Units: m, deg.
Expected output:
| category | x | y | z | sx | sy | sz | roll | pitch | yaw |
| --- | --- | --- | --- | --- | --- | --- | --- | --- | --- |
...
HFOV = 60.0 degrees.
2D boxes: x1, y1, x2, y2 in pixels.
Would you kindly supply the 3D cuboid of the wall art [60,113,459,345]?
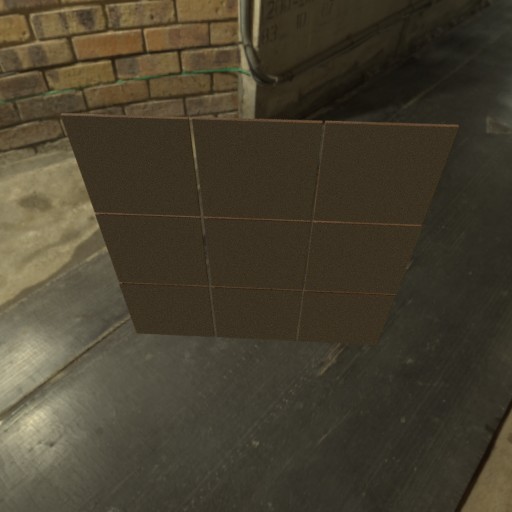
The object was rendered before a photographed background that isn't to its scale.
| category | x | y | z | sx | sy | sz | roll | pitch | yaw |
| --- | --- | --- | --- | --- | --- | --- | --- | --- | --- |
| wall art | 0.000 | 0.000 | 1.355 | 0.919 | 0.917 | 0.010 | 2 | 47 | 2 |
